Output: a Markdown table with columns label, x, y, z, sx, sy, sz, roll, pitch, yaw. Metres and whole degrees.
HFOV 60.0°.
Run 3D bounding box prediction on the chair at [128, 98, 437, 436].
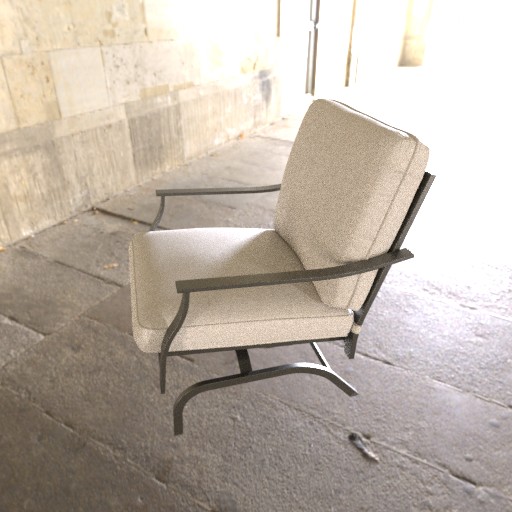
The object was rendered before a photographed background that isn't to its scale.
| label | x | y | z | sx | sy | sz | roll | pitch | yaw |
| --- | --- | --- | --- | --- | --- | --- | --- | --- | --- |
| chair | 0.000 | 0.000 | 1.407 | 0.787 | 0.860 | 0.650 | -8 | 30 | -13 |
